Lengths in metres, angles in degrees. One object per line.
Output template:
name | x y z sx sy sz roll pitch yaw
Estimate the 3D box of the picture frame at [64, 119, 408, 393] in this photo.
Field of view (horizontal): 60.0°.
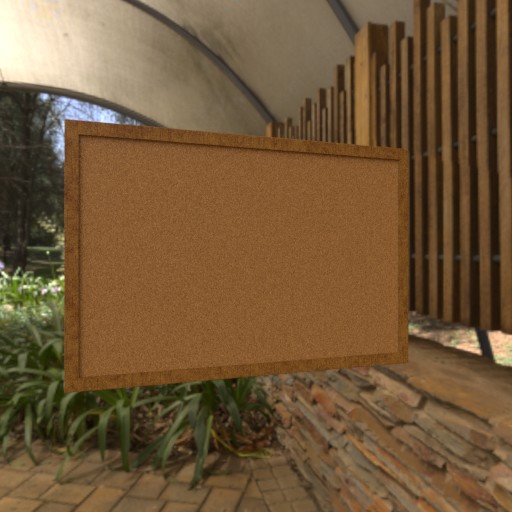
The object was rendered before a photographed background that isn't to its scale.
picture frame | 0.000 0.000 1.160 0.922 0.621 0.029 0 0 -18
